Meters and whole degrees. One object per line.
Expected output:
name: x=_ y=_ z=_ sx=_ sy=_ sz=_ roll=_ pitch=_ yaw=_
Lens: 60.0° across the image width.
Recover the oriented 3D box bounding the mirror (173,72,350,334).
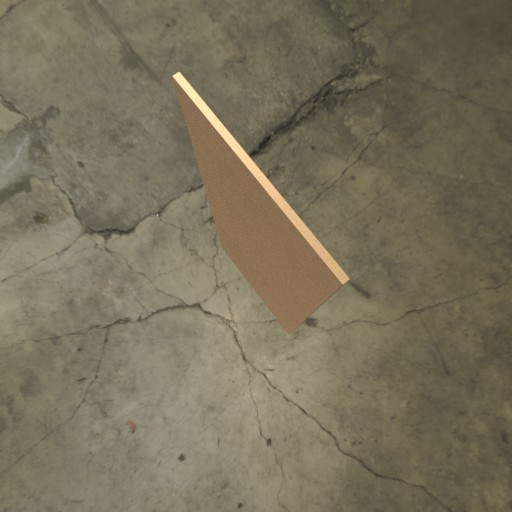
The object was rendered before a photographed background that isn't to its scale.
mirror: x=0.000 y=0.000 z=2.266 sx=0.026 sy=2.031 sz=0.812 roll=-36 pitch=79 yaw=-8
